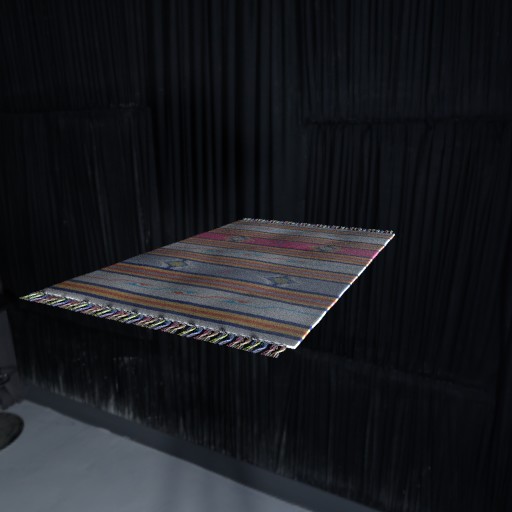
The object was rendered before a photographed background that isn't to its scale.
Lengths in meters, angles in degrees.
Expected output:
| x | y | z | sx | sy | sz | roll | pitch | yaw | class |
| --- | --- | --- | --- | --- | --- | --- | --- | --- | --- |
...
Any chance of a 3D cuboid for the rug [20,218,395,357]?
| x | y | z | sx | sy | sz | roll | pitch | yaw | class |
| --- | --- | --- | --- | --- | --- | --- | --- | --- | --- |
| 0.000 | 0.000 | 2.234 | 1.084 | 0.013 | 1.849 | 7 | 17 | 25 | rug |
